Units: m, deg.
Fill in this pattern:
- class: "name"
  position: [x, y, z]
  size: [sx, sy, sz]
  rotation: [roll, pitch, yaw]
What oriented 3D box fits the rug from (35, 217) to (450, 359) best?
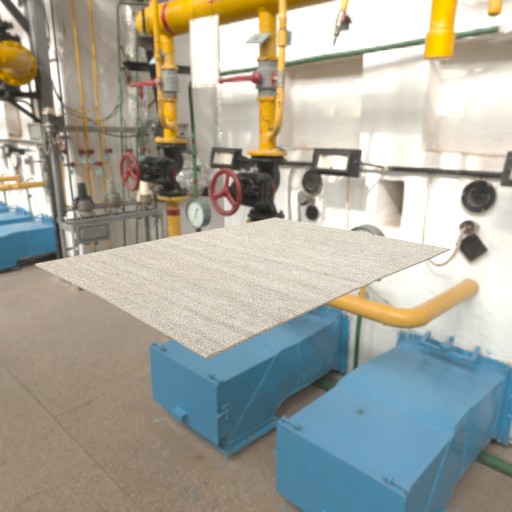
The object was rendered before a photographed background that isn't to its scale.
- class: "rug"
  position: [0.000, 0.000, 4.811]
  size: [3.626, 0.051, 2.757]
  rotation: [-15, 21, -43]
